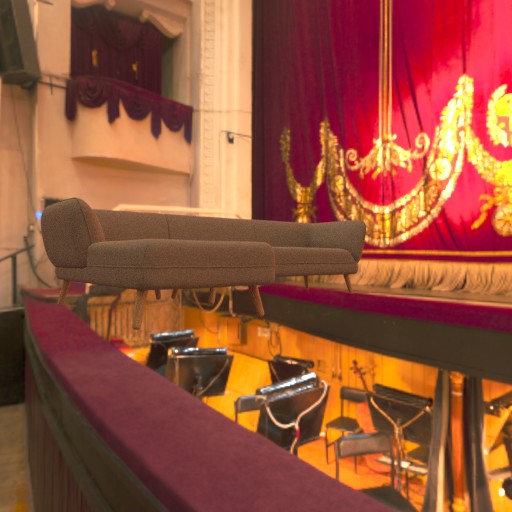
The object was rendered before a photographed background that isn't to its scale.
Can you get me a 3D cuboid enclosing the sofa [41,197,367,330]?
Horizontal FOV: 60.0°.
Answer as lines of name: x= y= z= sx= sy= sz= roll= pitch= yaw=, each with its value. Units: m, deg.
sofa: x=0.000 y=0.000 z=3.312 sx=2.653 sy=0.693 sz=1.532 roll=0 pitch=0 yaw=-38
